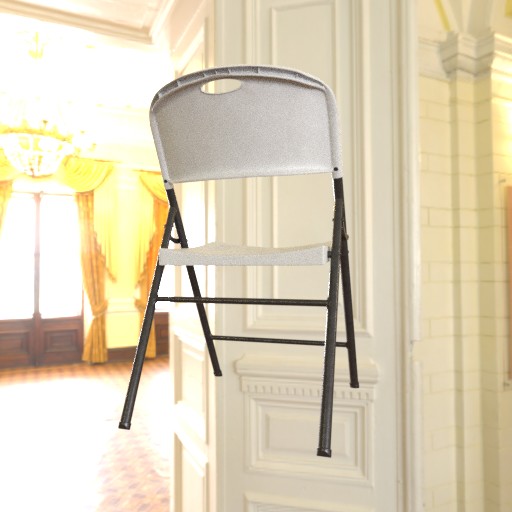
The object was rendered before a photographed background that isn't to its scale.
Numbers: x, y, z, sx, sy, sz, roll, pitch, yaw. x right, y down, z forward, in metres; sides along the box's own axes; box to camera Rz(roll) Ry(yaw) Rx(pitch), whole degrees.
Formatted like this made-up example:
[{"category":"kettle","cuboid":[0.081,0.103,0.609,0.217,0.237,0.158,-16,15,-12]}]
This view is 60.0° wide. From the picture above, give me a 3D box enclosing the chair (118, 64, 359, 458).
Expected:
[{"category":"chair","cuboid":[0.000,0.000,1.206,0.494,0.810,0.566,-1,-2,19]}]
